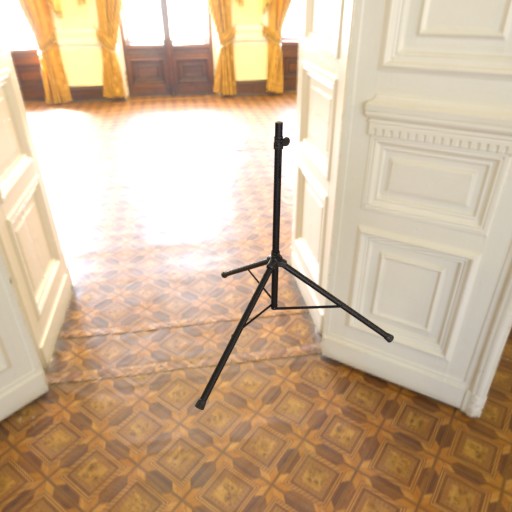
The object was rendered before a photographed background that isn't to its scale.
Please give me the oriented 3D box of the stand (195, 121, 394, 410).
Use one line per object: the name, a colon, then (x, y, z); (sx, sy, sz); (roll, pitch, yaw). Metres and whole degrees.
stand: (0.000, 0.000, 2.828); (1.596, 1.595, 1.339); (20, 36, 29)
